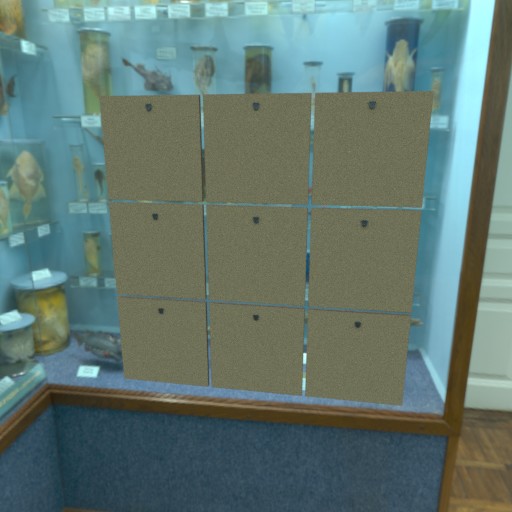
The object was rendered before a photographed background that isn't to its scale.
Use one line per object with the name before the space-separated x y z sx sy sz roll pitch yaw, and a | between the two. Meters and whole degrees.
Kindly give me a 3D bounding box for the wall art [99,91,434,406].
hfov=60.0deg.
wall art | 0.000 0.000 1.311 0.906 0.904 0.018 3 16 10
